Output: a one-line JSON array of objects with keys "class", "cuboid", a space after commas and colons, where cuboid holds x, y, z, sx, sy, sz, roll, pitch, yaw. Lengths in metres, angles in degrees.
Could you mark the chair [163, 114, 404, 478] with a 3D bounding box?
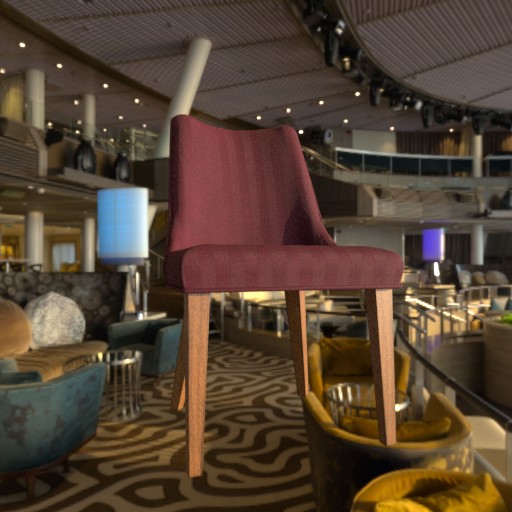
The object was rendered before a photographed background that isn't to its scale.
[{"class": "chair", "cuboid": [0.000, 0.000, 1.285, 0.548, 0.916, 0.638, 0, -1, -19]}]
